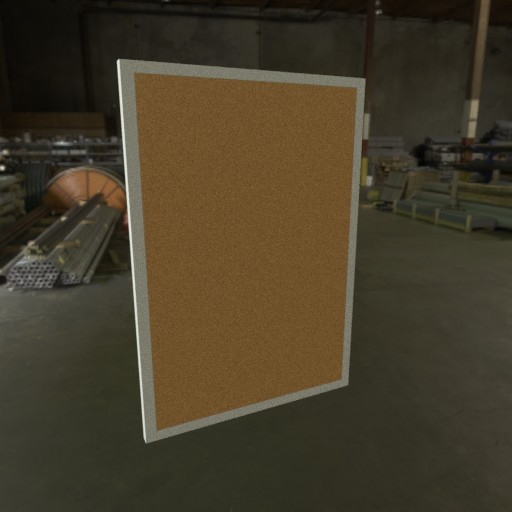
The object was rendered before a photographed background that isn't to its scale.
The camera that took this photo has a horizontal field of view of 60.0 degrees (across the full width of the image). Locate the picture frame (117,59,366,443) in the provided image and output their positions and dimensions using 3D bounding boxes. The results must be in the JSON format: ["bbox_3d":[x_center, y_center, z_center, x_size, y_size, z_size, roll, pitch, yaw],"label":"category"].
[{"bbox_3d":[0.000,0.000,0.557,0.305,0.434,0.013,-7,16,-25],"label":"picture frame"}]
